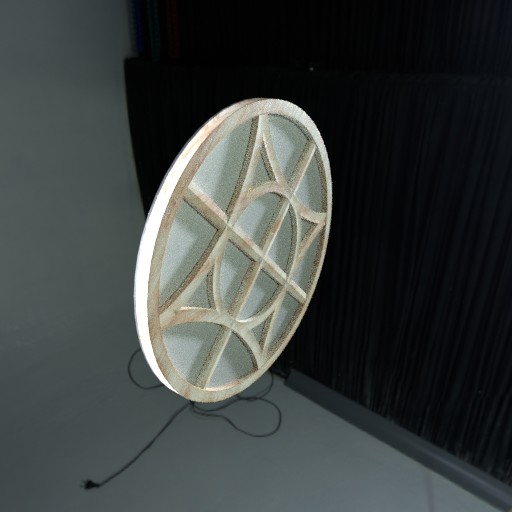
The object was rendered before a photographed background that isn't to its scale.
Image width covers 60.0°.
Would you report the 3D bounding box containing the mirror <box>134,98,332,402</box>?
[{"bbox_3d":[0.000,0.000,1.059,0.038,0.710,0.710,17,31,32],"label":"mirror"}]
